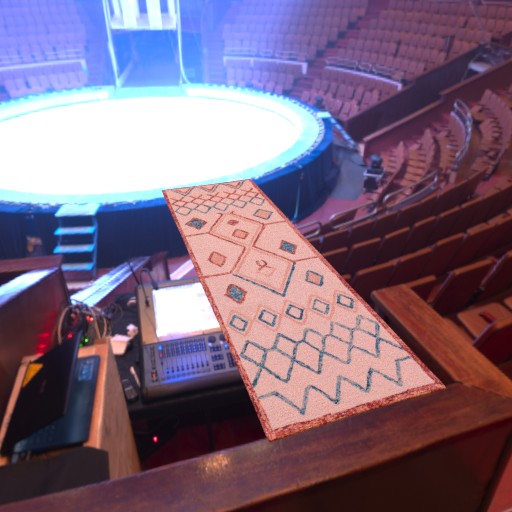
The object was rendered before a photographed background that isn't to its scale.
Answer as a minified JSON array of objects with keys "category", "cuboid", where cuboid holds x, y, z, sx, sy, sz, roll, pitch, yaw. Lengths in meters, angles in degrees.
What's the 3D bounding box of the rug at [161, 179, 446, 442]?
[{"category":"rug","cuboid":[0.000,0.000,2.637,0.750,0.011,2.435,-10,32,-16]}]
